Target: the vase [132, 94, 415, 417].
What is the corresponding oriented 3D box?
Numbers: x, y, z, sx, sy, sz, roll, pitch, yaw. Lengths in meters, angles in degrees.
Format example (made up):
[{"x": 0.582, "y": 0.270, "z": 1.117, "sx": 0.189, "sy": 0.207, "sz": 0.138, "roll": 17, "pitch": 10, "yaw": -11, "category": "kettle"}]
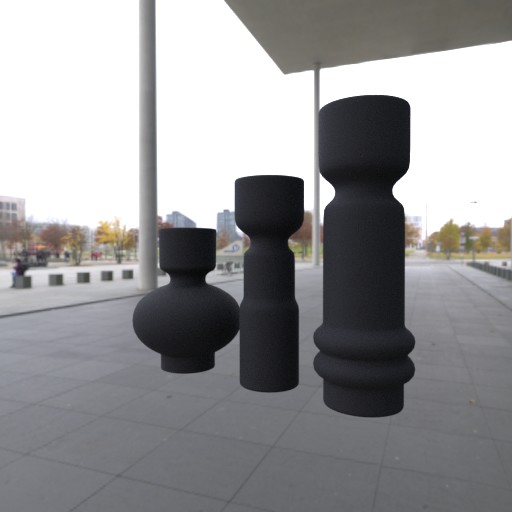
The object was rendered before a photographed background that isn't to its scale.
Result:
[{"x": 0.000, "y": 0.000, "z": 0.439, "sx": 0.307, "sy": 0.249, "sz": 0.120, "roll": 1, "pitch": 1, "yaw": 36, "category": "vase"}]
